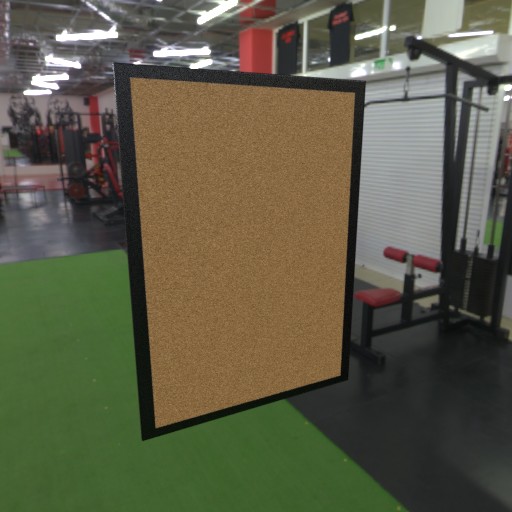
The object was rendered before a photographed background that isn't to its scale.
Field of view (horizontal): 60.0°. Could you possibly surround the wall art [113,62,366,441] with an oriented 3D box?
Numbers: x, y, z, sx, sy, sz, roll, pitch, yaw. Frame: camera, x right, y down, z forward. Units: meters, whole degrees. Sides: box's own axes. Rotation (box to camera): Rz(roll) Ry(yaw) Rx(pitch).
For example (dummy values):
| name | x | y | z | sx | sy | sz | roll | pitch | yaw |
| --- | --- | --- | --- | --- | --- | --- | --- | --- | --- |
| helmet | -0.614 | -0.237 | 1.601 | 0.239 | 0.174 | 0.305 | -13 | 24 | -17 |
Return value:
| name | x | y | z | sx | sy | sz | roll | pitch | yaw |
| --- | --- | --- | --- | --- | --- | --- | --- | --- | --- |
| wall art | 0.000 | 0.000 | 1.256 | 0.707 | 0.967 | 0.013 | -7 | 17 | -26 |
